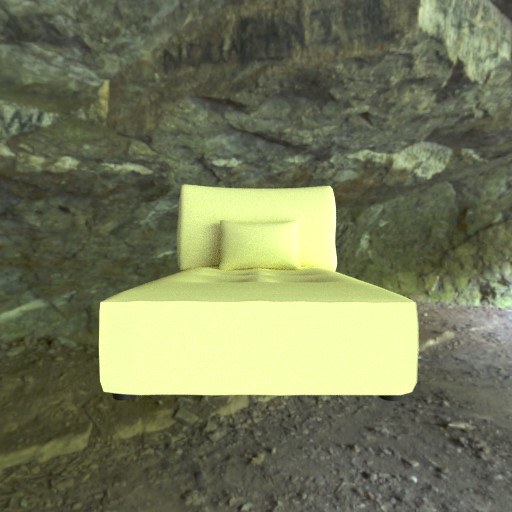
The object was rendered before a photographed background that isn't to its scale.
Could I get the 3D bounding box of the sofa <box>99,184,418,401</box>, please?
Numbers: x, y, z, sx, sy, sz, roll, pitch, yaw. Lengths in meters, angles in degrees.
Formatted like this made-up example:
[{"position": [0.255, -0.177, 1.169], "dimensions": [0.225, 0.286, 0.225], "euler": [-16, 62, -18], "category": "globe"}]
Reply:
[{"position": [0.000, 0.000, 1.976], "dimensions": [0.930, 0.820, 1.450], "euler": [0, 1, 0], "category": "sofa"}]
